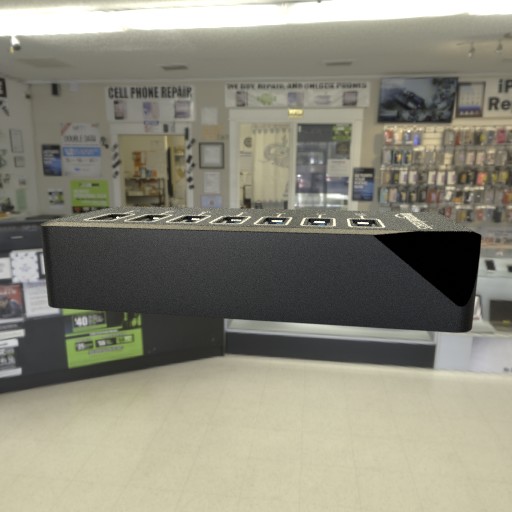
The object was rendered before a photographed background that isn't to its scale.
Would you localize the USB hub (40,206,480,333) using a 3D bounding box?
[{"bbox_3d":[0.000,0.000,0.129,0.110,0.023,0.044,2,12,10],"label":"USB hub"}]
